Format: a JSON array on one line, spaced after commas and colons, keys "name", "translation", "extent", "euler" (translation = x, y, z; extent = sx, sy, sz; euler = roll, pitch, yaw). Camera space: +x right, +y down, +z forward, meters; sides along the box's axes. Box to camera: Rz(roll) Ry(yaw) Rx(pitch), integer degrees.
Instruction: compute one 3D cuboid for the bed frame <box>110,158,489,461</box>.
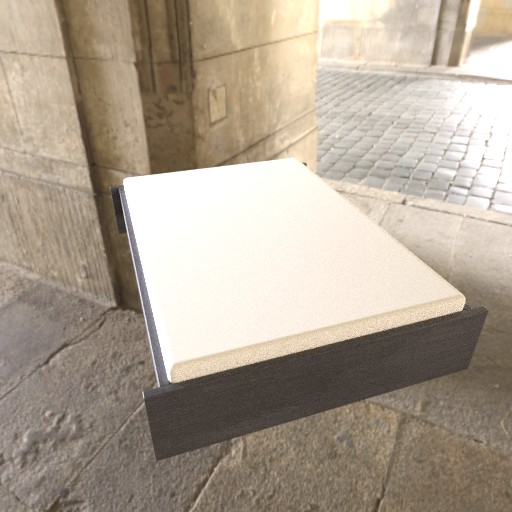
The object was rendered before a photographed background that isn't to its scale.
[{"name": "bed frame", "translation": [0.000, 0.000, 2.597], "extent": [1.490, 0.432, 1.950], "euler": [-10, 33, -16]}]
